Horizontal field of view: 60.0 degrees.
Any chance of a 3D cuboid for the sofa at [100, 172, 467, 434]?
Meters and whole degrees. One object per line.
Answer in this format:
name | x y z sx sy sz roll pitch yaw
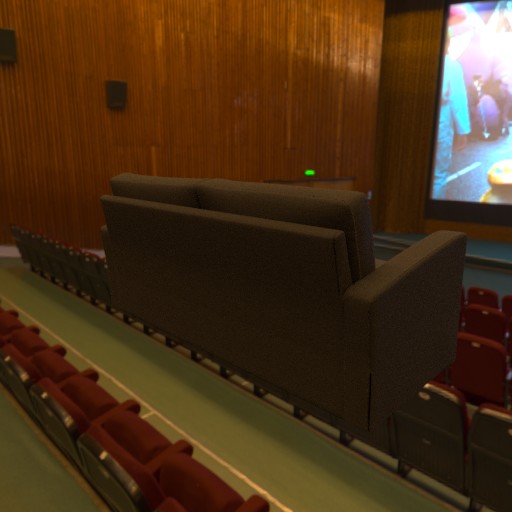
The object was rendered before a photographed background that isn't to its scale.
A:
sofa | 0.000 0.000 2.332 1.852 0.839 0.898 13 19 43
